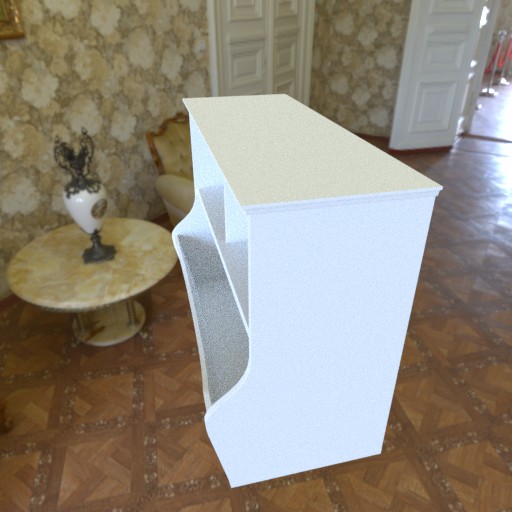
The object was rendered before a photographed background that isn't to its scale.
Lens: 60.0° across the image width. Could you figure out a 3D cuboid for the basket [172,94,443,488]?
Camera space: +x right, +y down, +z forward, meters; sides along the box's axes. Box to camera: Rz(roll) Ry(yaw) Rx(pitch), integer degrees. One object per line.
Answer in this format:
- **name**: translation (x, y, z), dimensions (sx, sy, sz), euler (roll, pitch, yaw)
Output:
- **basket**: translation (0.000, 0.000, 1.106), dimensions (0.376, 0.625, 0.792), euler (-7, 30, -12)
